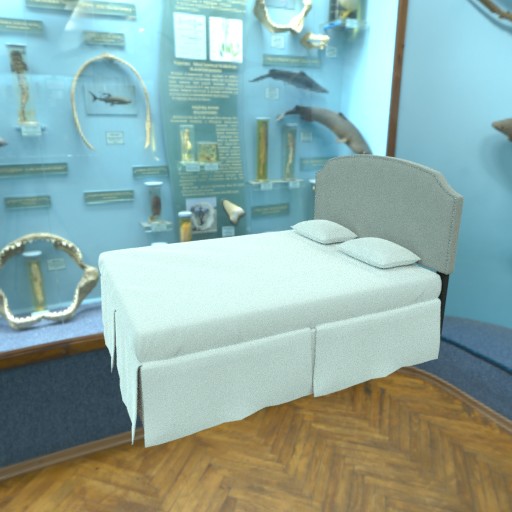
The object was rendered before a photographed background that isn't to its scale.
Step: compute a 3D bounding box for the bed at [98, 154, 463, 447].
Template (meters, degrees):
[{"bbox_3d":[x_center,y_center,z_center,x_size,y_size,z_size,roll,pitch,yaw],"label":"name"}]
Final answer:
[{"bbox_3d":[0.000,0.000,2.986,1.999,1.270,1.558,-8,18,-24],"label":"bed"}]
